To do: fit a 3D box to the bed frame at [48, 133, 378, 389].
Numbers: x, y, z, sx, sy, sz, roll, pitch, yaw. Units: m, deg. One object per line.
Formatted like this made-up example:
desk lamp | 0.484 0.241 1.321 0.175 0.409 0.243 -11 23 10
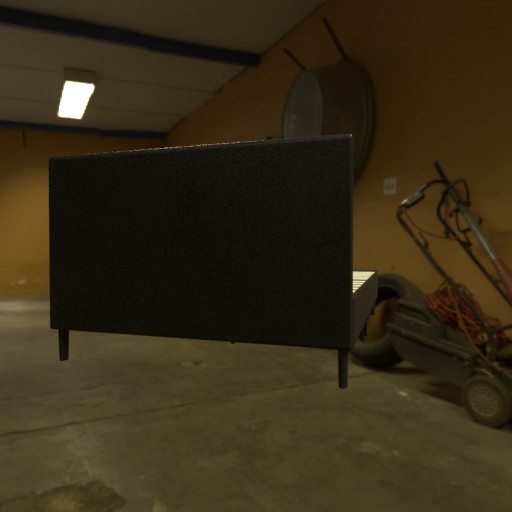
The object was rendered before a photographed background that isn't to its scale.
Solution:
bed frame | 0.000 0.000 3.278 1.634 1.127 2.318 0 1 18
